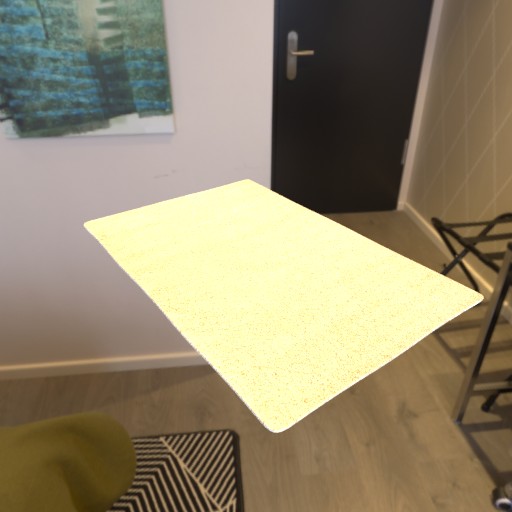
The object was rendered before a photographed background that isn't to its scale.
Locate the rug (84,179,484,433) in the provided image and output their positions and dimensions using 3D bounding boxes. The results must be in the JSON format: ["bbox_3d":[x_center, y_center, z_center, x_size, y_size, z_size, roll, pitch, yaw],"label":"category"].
[{"bbox_3d":[0.000,0.000,3.415,1.798,0.025,2.698,-21,36,-31],"label":"rug"}]
